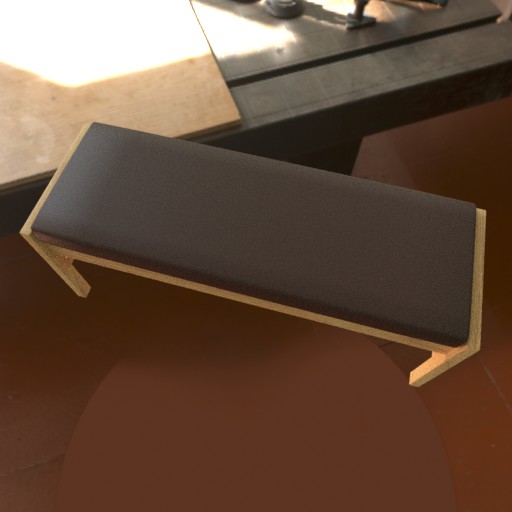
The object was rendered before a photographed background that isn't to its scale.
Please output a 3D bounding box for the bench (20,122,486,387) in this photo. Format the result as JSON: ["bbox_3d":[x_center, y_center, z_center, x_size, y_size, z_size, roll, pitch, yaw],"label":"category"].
[{"bbox_3d":[0.000,0.000,1.381,1.200,0.480,0.405,14,64,7],"label":"bench"}]
